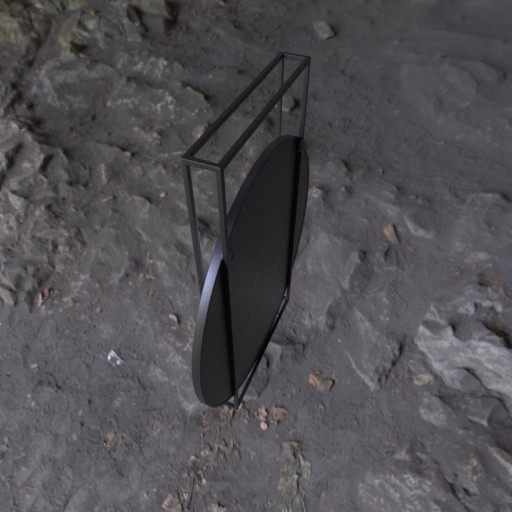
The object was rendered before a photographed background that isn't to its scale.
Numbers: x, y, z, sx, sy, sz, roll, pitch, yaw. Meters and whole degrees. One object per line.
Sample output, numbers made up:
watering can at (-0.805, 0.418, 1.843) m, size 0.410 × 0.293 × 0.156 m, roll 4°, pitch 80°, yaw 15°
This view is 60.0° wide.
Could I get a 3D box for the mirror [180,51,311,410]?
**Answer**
mirror at (0.000, 0.000, 0.805) m, size 0.051 × 0.603 × 0.508 m, roll 17°, pitch 49°, yaw 16°
